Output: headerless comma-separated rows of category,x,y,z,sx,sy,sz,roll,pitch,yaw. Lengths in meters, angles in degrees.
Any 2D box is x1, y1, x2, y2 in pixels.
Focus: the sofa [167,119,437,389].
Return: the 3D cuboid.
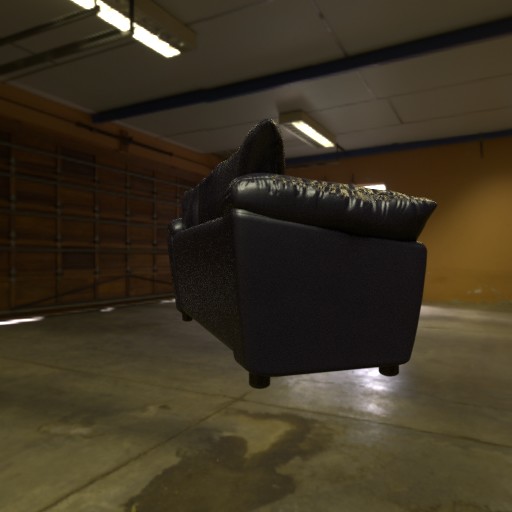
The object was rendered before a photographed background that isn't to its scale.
sofa,0.000,0.000,2.814,0.880,1.073,2.336,0,0,-17
